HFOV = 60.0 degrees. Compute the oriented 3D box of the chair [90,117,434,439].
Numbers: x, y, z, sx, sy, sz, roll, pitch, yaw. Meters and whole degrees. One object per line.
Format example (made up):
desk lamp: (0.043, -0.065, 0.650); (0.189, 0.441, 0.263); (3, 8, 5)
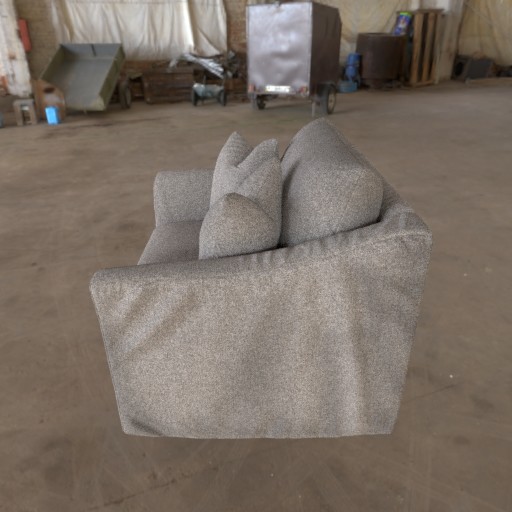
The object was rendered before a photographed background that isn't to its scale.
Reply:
chair: (0.000, 0.000, 1.980); (1.071, 1.059, 1.194); (0, 27, -1)
